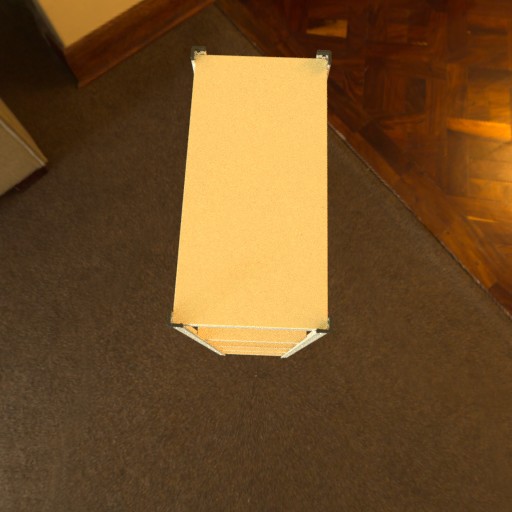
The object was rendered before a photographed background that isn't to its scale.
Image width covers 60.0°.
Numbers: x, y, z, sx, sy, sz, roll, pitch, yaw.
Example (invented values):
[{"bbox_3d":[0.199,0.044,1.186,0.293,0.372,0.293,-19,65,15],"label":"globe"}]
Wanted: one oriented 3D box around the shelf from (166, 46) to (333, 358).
[{"bbox_3d":[0.000,0.000,2.210,0.457,1.829,0.914,2,75,1],"label":"shelf"}]
